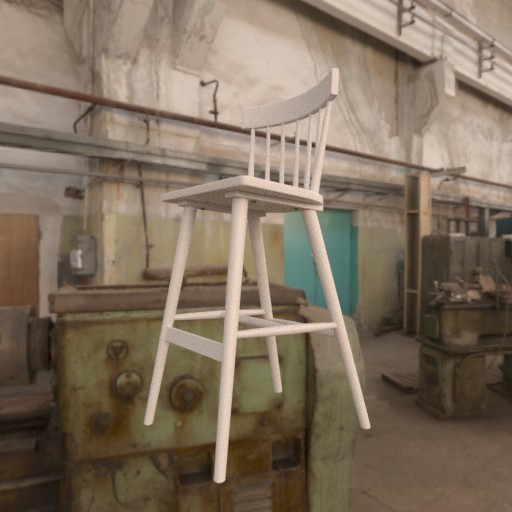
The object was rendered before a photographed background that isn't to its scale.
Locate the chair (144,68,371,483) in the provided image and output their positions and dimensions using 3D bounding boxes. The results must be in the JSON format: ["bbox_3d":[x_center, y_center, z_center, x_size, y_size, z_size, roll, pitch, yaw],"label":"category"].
[{"bbox_3d":[0.000,0.000,1.410,0.572,1.092,0.483,-1,1,-36],"label":"chair"}]
